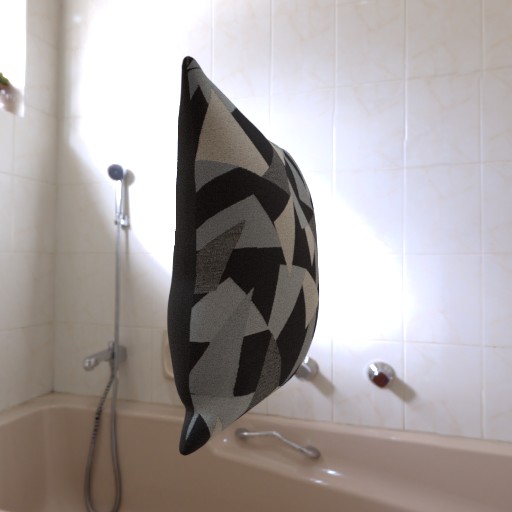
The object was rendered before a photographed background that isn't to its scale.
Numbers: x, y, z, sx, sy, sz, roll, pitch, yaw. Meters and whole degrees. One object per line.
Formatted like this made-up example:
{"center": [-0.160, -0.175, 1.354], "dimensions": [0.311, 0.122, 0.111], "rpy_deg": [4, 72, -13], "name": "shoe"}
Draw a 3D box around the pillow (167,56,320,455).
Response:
{"center": [0.000, 0.000, 0.771], "dimensions": [0.208, 0.496, 0.503], "rpy_deg": [0, -1, 19], "name": "pillow"}
